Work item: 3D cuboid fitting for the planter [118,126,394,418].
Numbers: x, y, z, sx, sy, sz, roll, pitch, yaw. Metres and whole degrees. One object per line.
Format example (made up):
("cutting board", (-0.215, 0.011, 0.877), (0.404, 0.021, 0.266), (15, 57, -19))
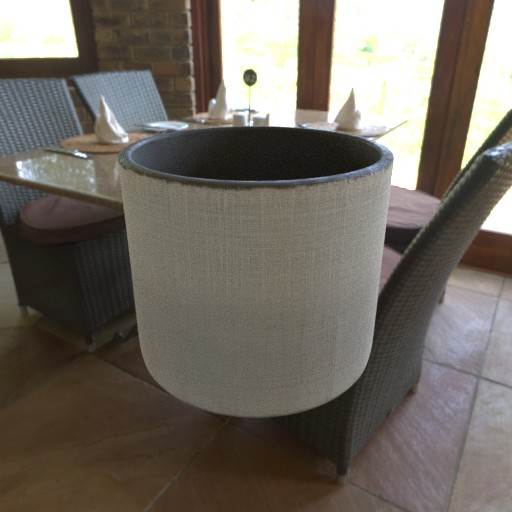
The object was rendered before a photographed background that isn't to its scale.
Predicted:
("planter", (0.000, 0.000, 0.410), (0.226, 0.201, 0.226), (0, 25, 0))
